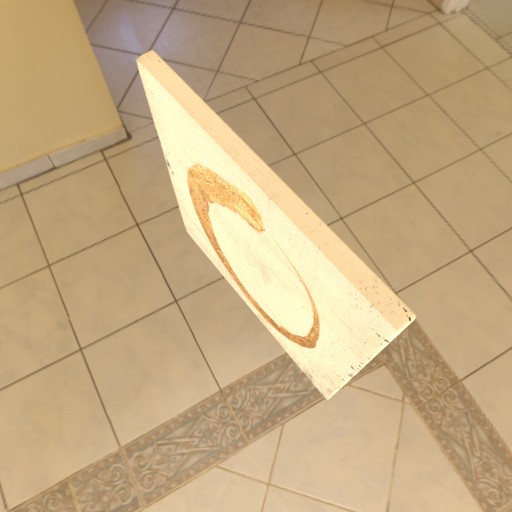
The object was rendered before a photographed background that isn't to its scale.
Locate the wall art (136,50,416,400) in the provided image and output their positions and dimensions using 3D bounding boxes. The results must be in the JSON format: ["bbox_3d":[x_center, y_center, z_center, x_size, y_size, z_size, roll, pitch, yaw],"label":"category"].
[{"bbox_3d":[0.000,0.000,0.927,0.040,0.611,0.610,-36,70,-16],"label":"wall art"}]
